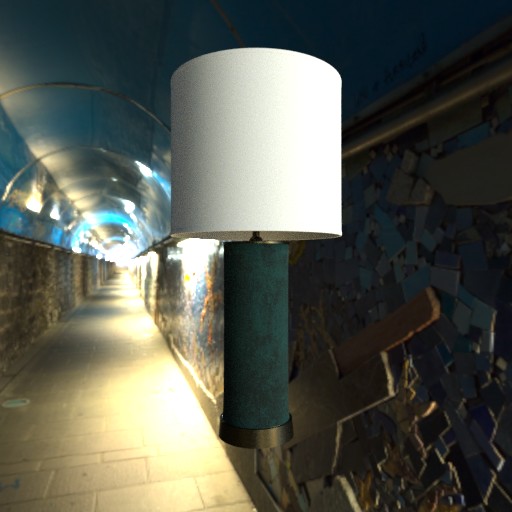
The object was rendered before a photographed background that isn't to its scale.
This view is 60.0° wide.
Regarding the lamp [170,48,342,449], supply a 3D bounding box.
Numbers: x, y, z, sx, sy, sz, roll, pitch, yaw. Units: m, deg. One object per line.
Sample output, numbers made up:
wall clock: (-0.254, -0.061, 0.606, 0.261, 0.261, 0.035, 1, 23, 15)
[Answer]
lamp: (0.000, 0.000, 0.792, 0.301, 0.630, 0.301, 0, -1, -1)
